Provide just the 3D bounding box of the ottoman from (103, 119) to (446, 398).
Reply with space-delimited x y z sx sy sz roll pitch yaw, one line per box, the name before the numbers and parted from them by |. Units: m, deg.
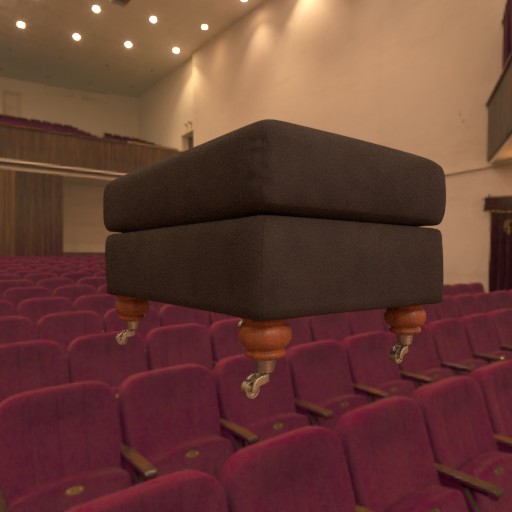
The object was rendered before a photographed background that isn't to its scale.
ottoman | 0.000 0.000 1.153 0.574 0.497 0.773 0 -1 -38
